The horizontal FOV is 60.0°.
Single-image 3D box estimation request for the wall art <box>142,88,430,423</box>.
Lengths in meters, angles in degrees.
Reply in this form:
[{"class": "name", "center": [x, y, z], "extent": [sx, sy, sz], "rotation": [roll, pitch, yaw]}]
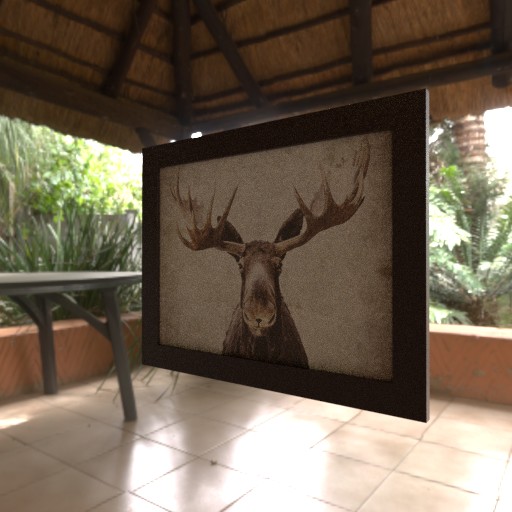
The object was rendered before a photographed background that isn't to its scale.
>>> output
[{"class": "wall art", "center": [0.000, 0.000, 1.620], "extent": [1.207, 0.952, 0.034], "rotation": [0, 0, 35]}]
